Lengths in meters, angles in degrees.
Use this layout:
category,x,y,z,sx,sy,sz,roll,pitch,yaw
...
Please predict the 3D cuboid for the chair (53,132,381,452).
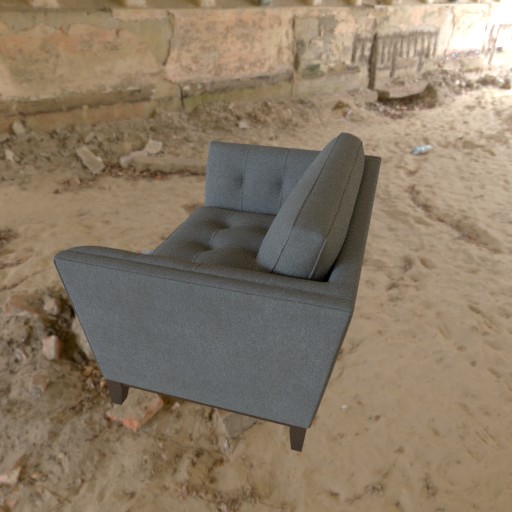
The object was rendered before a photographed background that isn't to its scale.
category,x,y,z,sx,sy,sz,roll,pitch,yaw
chair,0.000,0.000,2.031,0.965,0.942,1.396,9,31,14
